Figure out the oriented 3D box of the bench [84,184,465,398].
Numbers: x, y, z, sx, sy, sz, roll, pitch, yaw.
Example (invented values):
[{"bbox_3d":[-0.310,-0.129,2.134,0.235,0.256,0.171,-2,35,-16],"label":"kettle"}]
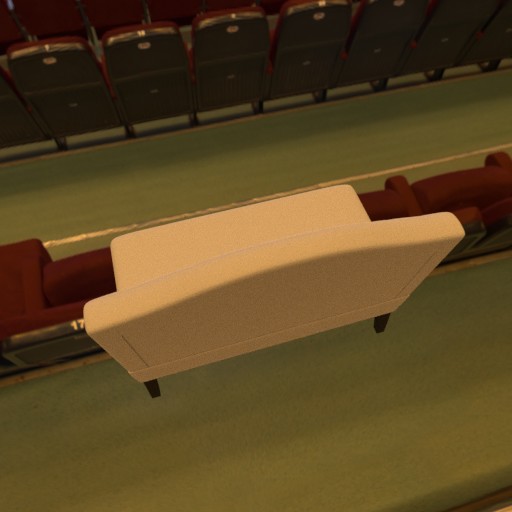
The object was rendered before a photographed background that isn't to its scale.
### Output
[{"bbox_3d":[0.000,0.000,2.032,1.335,1.180,0.815,-14,59,-9],"label":"bench"}]
